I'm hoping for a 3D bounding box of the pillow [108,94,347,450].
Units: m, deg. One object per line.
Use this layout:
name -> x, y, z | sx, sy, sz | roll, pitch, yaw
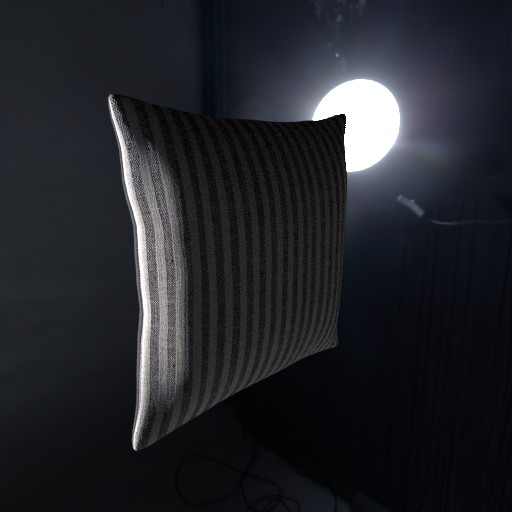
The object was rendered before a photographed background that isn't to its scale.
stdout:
pillow -> 0.000, 0.000, 0.781 | 0.523, 0.506, 0.166 | -14, 20, -43
